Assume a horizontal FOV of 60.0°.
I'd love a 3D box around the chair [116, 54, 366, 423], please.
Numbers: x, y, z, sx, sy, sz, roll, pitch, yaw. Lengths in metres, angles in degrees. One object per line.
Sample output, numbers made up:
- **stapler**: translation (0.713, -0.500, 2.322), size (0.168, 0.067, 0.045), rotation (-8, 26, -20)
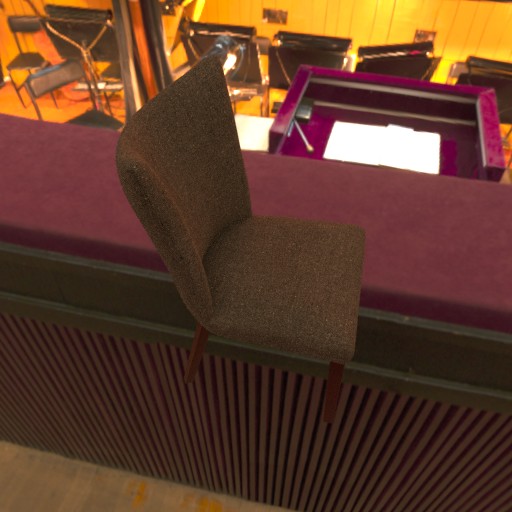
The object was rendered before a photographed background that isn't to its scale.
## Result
- **chair**: translation (0.000, 0.000, 1.291), size (0.623, 0.924, 0.535), rotation (10, 47, 9)
